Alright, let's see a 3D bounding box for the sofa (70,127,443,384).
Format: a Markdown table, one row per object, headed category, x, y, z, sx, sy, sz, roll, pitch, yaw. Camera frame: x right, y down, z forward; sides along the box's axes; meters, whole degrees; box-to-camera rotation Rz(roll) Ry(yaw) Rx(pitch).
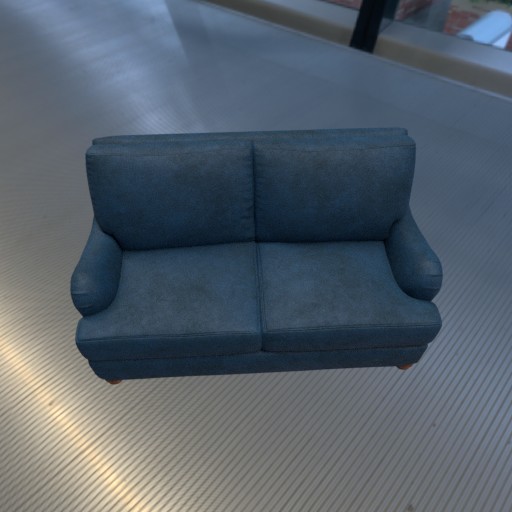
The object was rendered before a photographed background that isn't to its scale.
| category | x | y | z | sx | sy | sz | roll | pitch | yaw |
| --- | --- | --- | --- | --- | --- | --- | --- | --- | --- |
| sofa | 0.000 | 0.000 | 2.486 | 1.853 | 1.101 | 1.084 | -2 | 47 | -2 |
